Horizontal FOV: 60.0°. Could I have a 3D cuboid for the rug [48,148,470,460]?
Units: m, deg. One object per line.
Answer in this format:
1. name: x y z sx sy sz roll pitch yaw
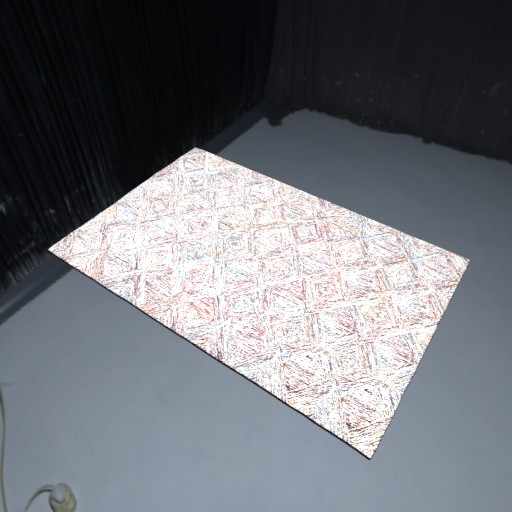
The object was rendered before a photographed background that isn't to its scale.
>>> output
1. rug: 0.000 0.000 2.189 1.761 0.014 1.143 27 52 23
